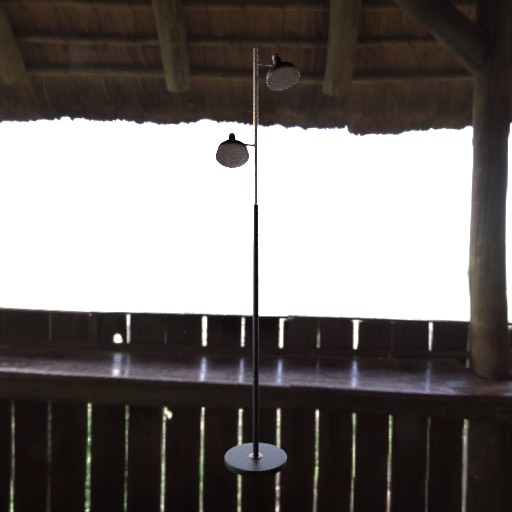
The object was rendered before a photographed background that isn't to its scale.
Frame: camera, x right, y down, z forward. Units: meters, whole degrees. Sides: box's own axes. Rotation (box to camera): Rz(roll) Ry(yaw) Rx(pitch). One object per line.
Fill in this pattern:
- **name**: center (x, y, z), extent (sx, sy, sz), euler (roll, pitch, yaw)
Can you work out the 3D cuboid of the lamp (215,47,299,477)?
- **lamp**: center (0.000, 0.000, 1.796), extent (0.351, 1.674, 0.253), euler (0, 1, -18)
